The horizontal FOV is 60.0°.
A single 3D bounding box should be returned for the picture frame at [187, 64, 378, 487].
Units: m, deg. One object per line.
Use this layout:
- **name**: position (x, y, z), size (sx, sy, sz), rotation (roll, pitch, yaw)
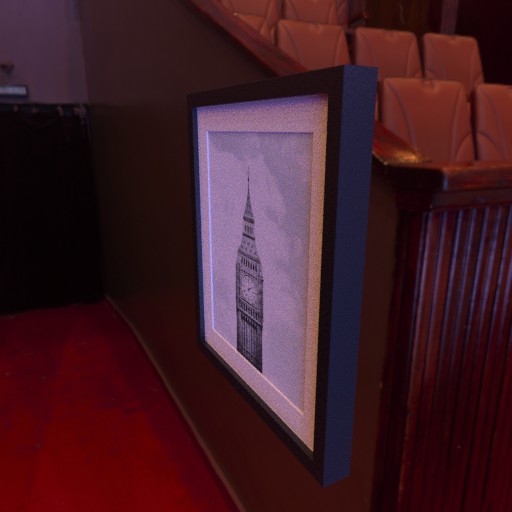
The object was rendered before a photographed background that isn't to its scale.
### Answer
- **picture frame**: position (0.000, 0.000, 0.521), size (0.034, 0.378, 0.328), rotation (-9, 18, -28)
